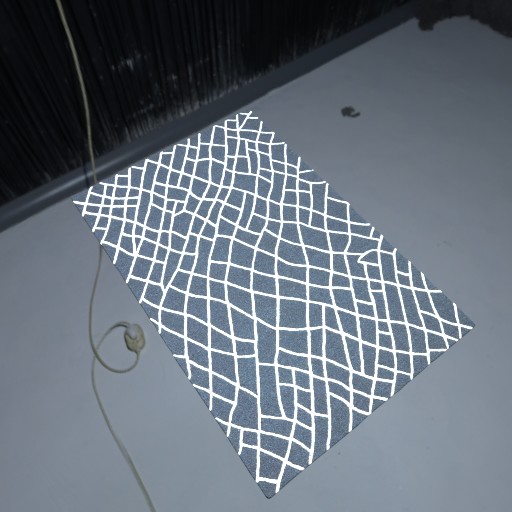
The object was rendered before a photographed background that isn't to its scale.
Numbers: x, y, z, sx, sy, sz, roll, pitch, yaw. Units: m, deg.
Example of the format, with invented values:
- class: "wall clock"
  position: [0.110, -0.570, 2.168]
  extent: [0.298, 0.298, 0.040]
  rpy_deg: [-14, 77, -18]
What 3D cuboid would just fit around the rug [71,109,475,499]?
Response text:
- class: "rug"
  position: [0.000, 0.000, 2.268]
  extent: [1.223, 0.013, 1.830]
  rpy_deg: [-32, 64, -18]
